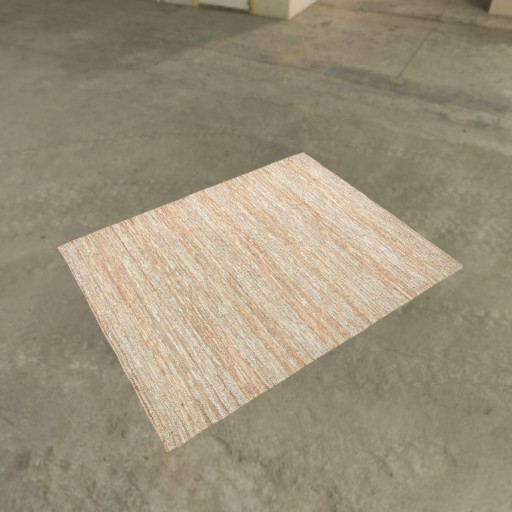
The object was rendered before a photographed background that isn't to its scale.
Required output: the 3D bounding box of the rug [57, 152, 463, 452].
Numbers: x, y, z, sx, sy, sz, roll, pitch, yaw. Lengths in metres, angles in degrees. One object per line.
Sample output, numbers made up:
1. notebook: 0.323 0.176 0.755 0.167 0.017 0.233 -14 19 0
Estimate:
1. rug: 0.000 0.000 4.049 2.939 0.009 2.313 -26 50 -24
